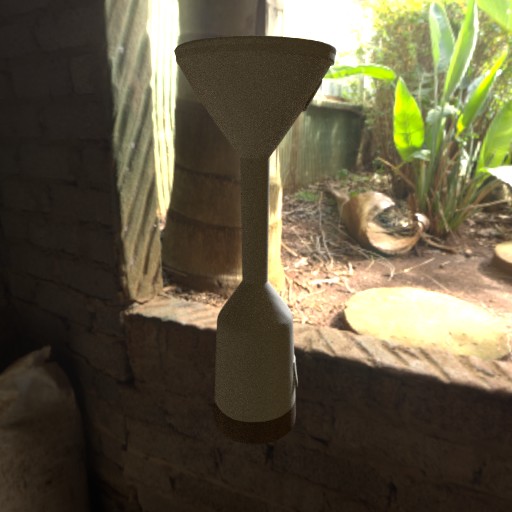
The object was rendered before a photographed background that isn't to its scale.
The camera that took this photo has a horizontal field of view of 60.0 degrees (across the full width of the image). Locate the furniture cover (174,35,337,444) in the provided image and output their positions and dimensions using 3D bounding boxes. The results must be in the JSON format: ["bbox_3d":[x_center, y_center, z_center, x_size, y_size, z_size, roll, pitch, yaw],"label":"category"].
[{"bbox_3d":[0.000,0.000,2.838,0.914,2.413,0.914,-3,16,-9],"label":"furniture cover"}]
